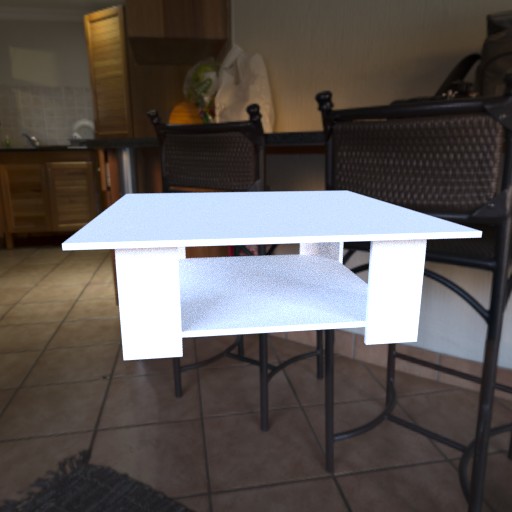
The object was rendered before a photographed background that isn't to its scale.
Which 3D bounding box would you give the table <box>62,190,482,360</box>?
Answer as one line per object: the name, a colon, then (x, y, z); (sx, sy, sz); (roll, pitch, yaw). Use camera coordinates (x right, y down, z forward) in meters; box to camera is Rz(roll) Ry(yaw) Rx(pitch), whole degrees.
table: (0.000, 0.000, 1.389); (0.890, 0.305, 0.890); (-2, 14, -8)
